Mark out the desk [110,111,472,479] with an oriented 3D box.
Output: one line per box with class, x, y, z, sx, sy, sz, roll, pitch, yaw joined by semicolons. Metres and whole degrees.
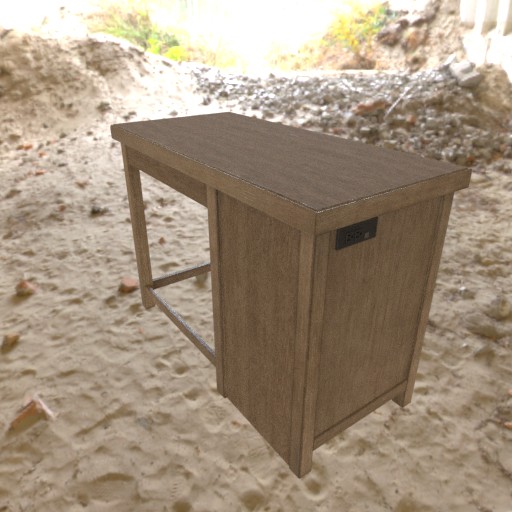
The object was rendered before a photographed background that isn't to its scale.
desk;0.000;0.000;1.785;0.610;0.912;1.289;-18;32;-32
